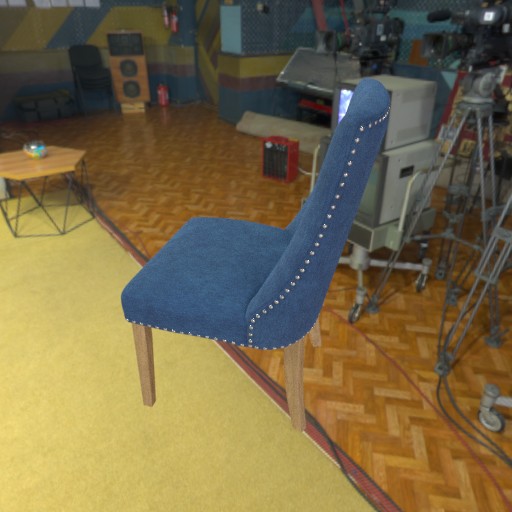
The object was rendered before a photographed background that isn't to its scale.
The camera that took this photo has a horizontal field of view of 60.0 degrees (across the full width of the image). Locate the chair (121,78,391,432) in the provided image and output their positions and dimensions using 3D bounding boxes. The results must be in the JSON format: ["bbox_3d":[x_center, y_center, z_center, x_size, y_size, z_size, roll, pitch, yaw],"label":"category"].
[{"bbox_3d":[0.000,0.000,1.244,0.610,0.902,0.495,8,31,13],"label":"chair"}]
